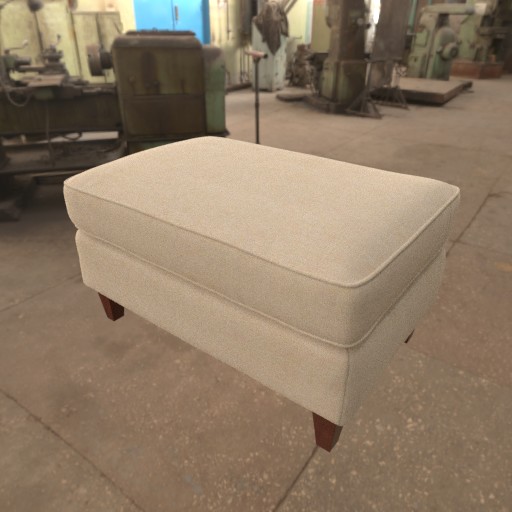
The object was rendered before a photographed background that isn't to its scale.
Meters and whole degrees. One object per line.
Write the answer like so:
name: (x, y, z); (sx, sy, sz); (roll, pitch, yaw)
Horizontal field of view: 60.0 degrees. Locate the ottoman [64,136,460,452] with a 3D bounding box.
ottoman: (0.000, 0.000, 1.198); (0.862, 0.484, 0.583); (21, 35, 32)
